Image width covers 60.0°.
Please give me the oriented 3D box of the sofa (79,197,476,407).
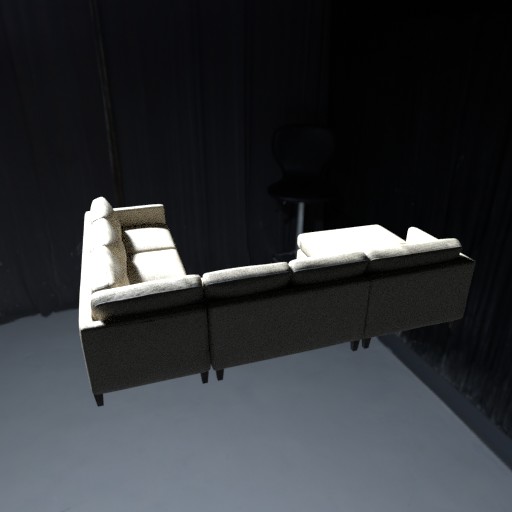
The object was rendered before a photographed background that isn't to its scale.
[{"bbox_3d":[0.000,0.000,4.762,3.460,0.959,2.593,-8,27,-16],"label":"sofa"}]
